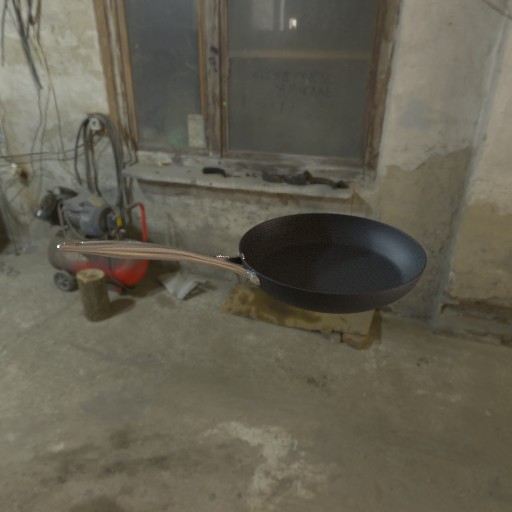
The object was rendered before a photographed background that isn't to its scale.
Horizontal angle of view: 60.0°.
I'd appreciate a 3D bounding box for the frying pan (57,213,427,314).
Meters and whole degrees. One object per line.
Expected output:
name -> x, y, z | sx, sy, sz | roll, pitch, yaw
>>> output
frying pan -> 0.000, 0.000, 0.588 | 0.472, 0.105, 0.255 | -8, 28, -16
